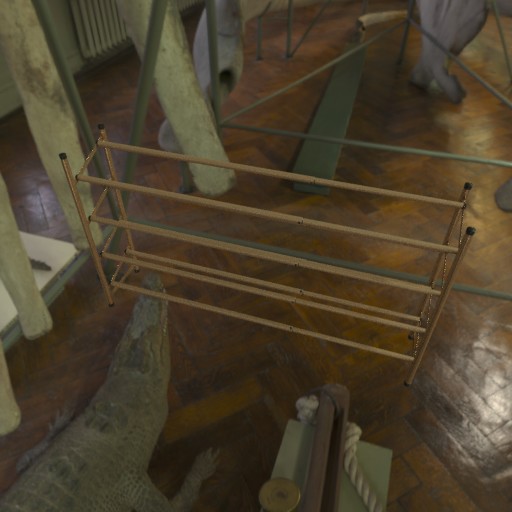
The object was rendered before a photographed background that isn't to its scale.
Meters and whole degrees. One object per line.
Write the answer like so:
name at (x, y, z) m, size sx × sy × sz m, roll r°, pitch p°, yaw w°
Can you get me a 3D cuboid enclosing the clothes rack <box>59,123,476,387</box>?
clothes rack at (0.000, 0.000, 1.482) m, size 1.168 × 0.672 × 0.229 m, roll 12°, pitch 43°, yaw 13°
